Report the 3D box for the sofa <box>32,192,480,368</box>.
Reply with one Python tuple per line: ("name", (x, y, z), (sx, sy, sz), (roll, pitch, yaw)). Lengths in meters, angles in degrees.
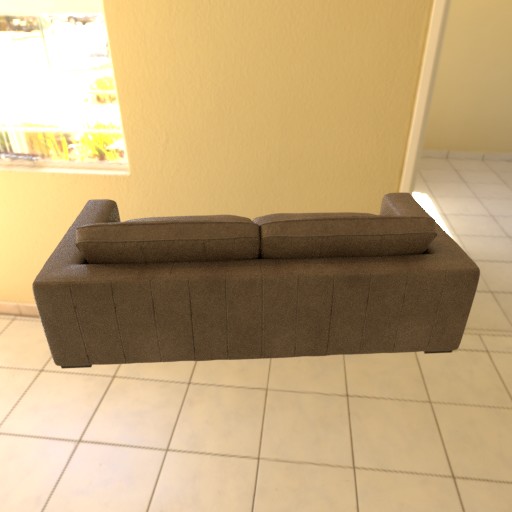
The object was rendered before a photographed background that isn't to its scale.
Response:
("sofa", (0.000, 0.000, 2.728), (2.262, 0.801, 1.070), (-2, 30, -3))
